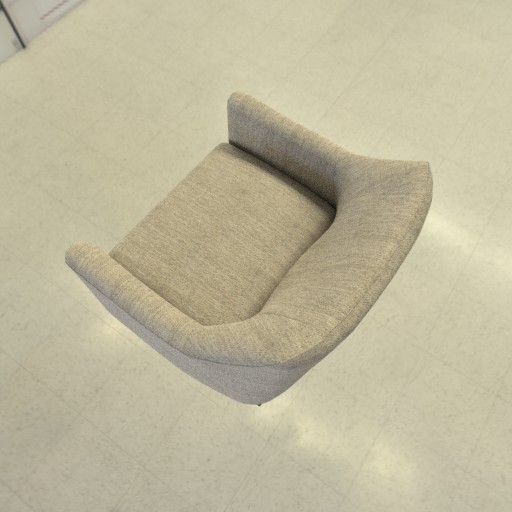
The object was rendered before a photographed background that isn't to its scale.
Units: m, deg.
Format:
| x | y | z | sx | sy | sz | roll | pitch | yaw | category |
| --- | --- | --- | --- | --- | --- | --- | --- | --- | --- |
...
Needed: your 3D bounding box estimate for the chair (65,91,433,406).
| x | y | z | sx | sy | sz | roll | pitch | yaw | category |
| --- | --- | --- | --- | --- | --- | --- | --- | --- | --- |
| 0.000 | 0.000 | 1.395 | 0.758 | 0.761 | 0.796 | 34 | 68 | 16 | chair |
